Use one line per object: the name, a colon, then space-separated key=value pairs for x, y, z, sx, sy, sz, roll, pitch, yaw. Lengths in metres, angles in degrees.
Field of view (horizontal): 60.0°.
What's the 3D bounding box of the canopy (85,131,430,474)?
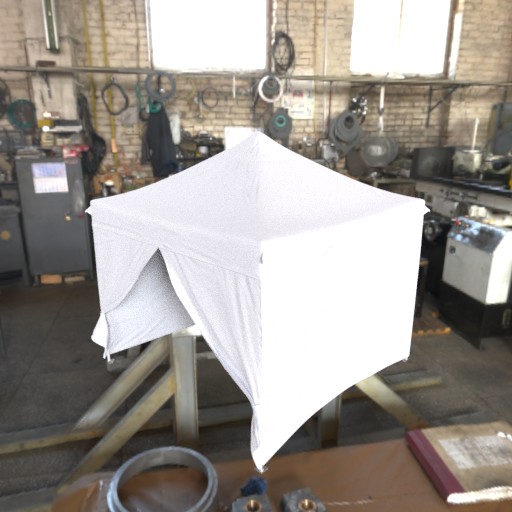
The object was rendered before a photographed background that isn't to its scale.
canopy: x=0.000 y=0.000 z=5.537 sx=3.043 sy=2.997 sz=3.121 roll=15 pitch=22 yaw=42
